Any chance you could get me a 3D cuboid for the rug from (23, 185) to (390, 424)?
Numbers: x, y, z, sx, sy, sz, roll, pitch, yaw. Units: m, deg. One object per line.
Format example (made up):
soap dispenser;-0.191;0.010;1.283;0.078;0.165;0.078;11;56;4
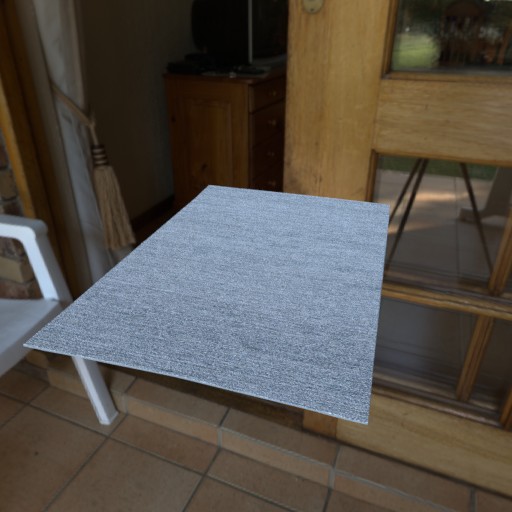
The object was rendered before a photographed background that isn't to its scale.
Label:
rug;0.000;0.000;2.887;1.616;0.030;2.338;8;30;15
